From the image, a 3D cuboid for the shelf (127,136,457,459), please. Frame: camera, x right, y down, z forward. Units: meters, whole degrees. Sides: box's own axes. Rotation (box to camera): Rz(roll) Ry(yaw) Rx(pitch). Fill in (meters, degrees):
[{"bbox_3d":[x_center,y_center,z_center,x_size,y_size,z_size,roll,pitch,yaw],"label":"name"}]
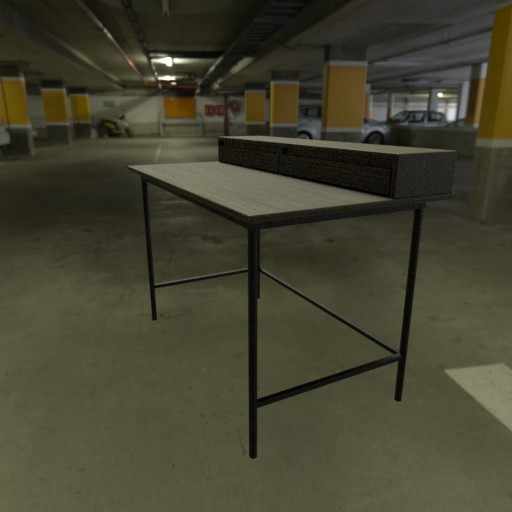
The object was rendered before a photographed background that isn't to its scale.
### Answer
[{"bbox_3d":[0.000,0.000,1.755,0.685,0.865,1.212,-9,20,-27],"label":"shelf"}]
